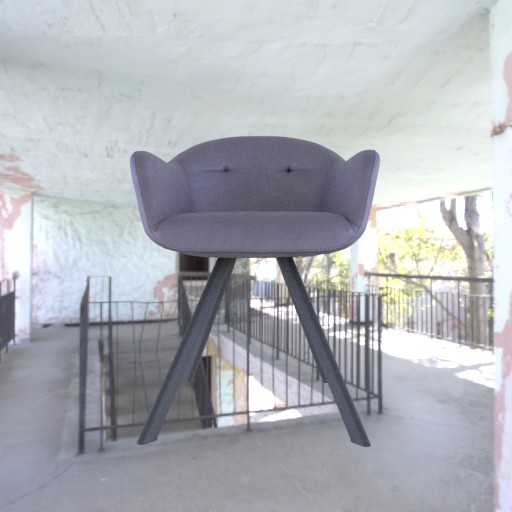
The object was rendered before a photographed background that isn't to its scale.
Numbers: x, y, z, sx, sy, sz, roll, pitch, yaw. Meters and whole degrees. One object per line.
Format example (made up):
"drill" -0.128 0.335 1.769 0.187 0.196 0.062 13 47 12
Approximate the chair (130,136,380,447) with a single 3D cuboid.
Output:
"chair" 0.000 0.000 1.178 0.567 0.781 0.544 0 -1 1
